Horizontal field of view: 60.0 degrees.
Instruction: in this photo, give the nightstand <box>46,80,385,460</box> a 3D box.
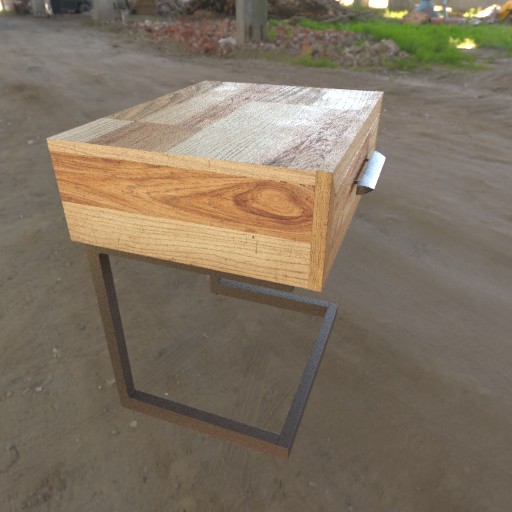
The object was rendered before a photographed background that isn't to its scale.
[{"bbox_3d":[0.000,0.000,0.993,0.481,0.632,0.558,11,32,17],"label":"nightstand"}]
